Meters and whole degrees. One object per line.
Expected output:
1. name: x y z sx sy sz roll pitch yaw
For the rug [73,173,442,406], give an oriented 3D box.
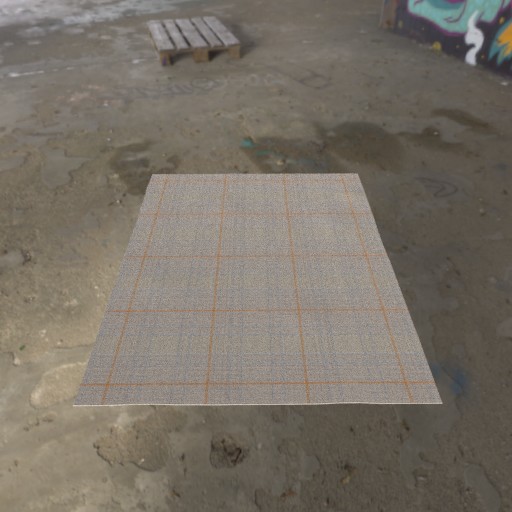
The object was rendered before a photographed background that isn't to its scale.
1. rug: 0.000 0.000 4.090 2.448 0.021 3.051 0 40 0
